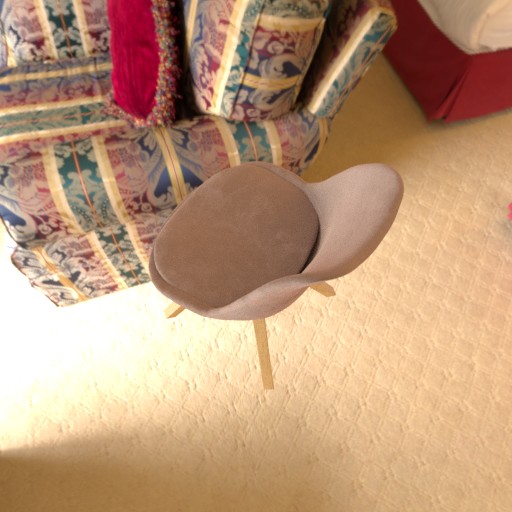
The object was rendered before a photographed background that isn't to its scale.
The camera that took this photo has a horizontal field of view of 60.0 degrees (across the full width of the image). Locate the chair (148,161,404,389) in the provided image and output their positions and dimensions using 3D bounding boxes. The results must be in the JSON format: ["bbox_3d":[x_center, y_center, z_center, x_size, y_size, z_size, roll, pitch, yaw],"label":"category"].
[{"bbox_3d":[0.000,0.000,1.203,0.550,0.850,0.485,32,68,15],"label":"chair"}]
